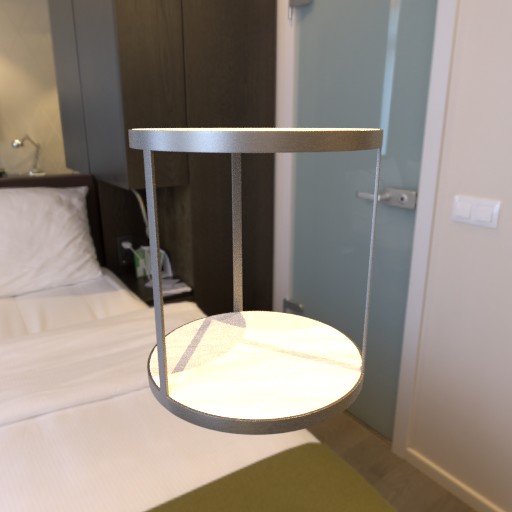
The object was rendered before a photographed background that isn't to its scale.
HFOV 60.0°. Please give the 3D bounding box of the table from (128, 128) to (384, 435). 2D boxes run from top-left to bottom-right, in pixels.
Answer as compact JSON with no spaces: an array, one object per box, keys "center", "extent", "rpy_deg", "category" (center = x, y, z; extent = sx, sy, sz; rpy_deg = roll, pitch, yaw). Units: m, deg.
[{"center":[0.000,0.000,0.869],"extent":[0.445,0.479,0.445],"rpy_deg":[0,16,0],"category":"table"}]
